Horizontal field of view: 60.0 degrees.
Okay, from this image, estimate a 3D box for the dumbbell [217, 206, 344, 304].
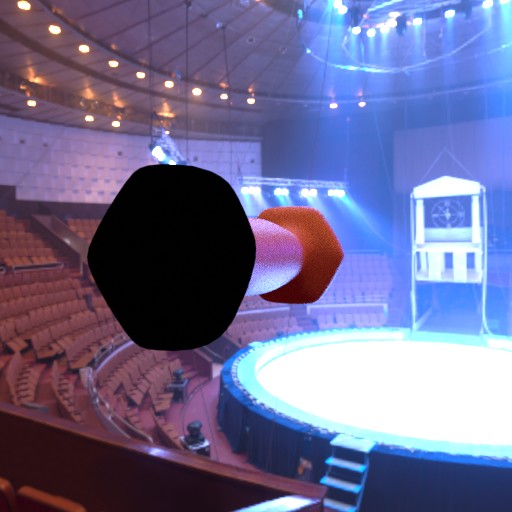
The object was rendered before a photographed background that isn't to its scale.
[{"bbox_3d":[0.000,0.000,0.146,0.047,0.043,0.123,0,0,17],"label":"dumbbell"}]
